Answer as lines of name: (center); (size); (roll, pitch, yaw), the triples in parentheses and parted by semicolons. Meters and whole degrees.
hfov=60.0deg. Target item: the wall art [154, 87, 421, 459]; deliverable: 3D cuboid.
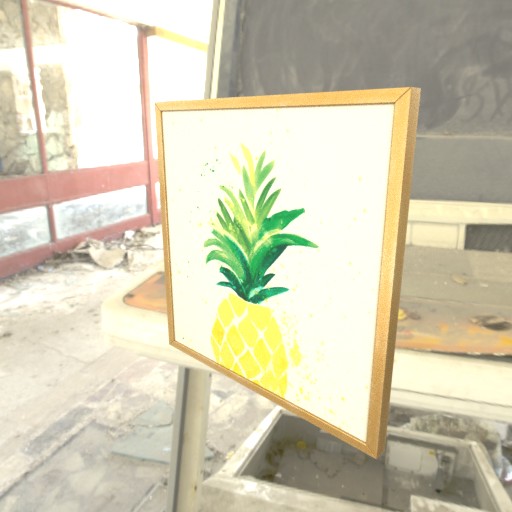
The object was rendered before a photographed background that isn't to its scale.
wall art: (0.000, 0.000, 1.122); (0.762, 0.760, 0.037); (15, 22, 41)
